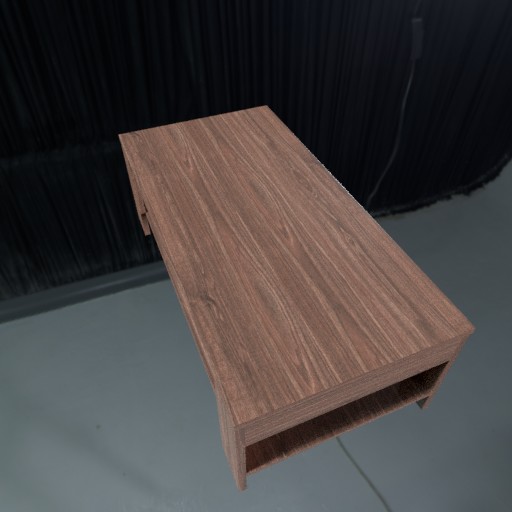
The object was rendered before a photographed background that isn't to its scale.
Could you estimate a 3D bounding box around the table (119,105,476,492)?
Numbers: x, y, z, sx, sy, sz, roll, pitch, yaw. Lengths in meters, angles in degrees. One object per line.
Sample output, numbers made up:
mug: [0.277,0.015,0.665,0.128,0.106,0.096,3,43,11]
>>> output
table: [0.000,0.000,1.477,0.600,0.400,1.200,-17,47,-16]
